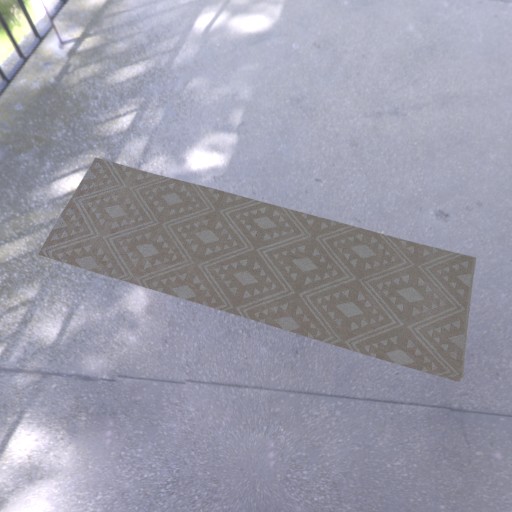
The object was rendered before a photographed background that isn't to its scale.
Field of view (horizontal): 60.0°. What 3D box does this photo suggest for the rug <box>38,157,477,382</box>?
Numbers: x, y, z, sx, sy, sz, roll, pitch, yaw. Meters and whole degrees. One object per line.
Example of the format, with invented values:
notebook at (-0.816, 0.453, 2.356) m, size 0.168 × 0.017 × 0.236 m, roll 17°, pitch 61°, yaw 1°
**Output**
rug at (0.000, 0.000, 2.591) m, size 2.452 × 0.051 × 0.752 m, roll 16°, pitch 65°, yaw 8°
